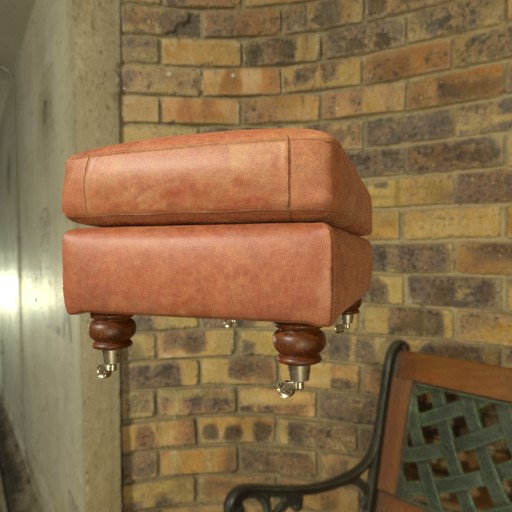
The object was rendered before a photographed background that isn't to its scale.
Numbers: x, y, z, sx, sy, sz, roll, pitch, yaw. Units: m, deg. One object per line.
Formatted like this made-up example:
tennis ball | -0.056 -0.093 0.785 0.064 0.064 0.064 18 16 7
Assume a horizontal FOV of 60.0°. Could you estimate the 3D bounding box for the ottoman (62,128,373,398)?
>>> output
ottoman | 0.000 0.000 1.168 0.565 0.507 0.852 0 0 19
